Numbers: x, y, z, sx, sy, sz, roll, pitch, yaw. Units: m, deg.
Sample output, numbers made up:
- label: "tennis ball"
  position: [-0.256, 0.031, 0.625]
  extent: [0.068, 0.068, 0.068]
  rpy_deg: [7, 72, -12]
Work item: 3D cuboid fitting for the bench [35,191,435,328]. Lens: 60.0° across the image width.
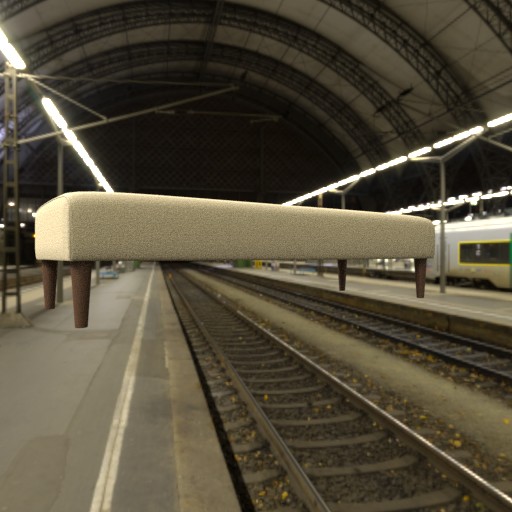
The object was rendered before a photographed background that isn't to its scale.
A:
- label: "bench"
  position: [0.000, 0.000, 1.863]
  extent: [1.609, 0.393, 0.646]
  rpy_deg: [0, 0, -34]
